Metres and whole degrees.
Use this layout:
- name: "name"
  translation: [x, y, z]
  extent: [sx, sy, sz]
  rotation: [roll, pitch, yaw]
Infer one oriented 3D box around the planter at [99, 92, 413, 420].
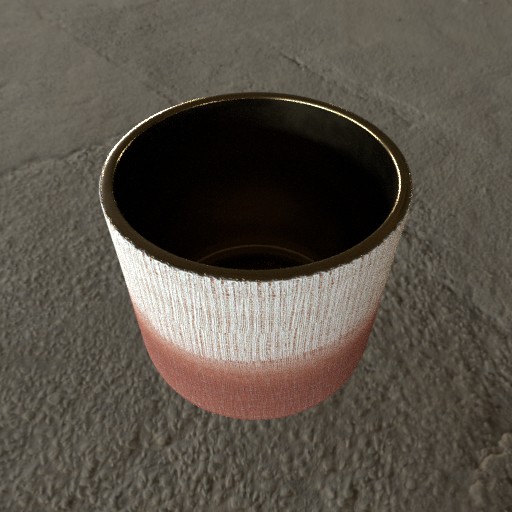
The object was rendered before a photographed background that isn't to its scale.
- name: "planter"
  translation: [0.000, 0.000, 0.440]
  extent: [0.254, 0.221, 0.254]
  rotation: [0, 47, 0]
